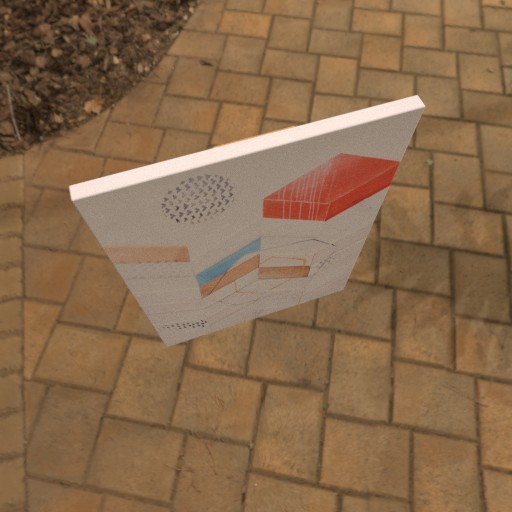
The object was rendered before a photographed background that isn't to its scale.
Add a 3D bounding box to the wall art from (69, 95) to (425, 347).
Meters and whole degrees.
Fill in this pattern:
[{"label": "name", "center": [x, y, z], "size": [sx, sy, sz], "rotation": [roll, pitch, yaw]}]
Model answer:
[{"label": "wall art", "center": [0.000, 0.000, 1.358], "size": [0.759, 1.014, 0.045], "rotation": [-17, 64, -9]}]
